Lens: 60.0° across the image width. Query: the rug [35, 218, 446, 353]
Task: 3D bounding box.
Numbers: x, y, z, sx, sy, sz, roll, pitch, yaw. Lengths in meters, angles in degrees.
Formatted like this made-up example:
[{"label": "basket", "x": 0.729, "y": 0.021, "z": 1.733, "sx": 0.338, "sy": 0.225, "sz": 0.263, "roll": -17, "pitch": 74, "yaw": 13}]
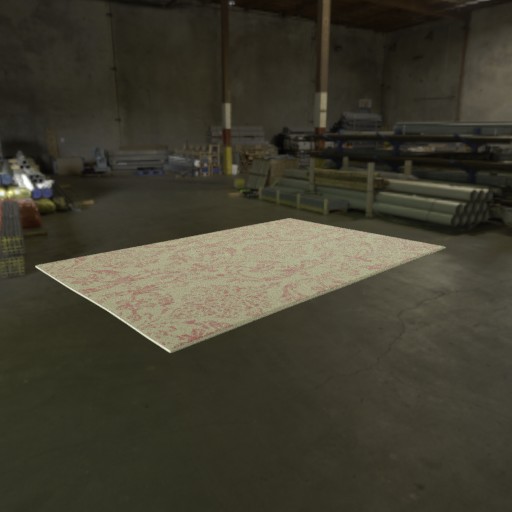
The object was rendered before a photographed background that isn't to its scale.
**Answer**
[{"label": "rug", "x": 0.000, "y": 0.000, "z": 2.358, "sx": 1.839, "sy": 0.012, "sz": 1.219, "roll": -14, "pitch": 21, "yaw": -41}]
